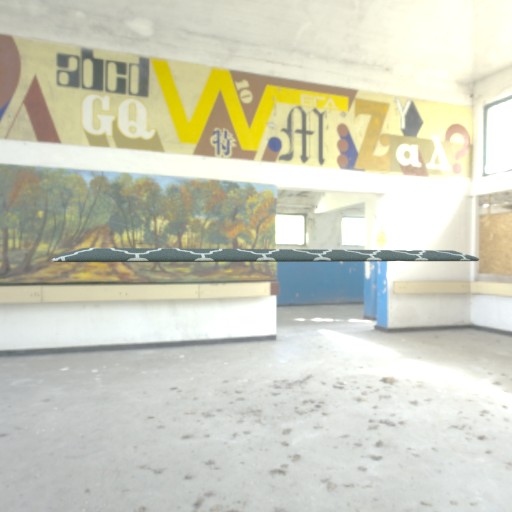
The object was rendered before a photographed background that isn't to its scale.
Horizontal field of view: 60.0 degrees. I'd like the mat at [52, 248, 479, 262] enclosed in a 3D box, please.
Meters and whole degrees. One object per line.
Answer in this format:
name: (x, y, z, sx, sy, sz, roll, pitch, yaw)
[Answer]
mat: (0.000, 0.000, 0.962, 0.762, 0.021, 0.508, 0, 0, -18)
